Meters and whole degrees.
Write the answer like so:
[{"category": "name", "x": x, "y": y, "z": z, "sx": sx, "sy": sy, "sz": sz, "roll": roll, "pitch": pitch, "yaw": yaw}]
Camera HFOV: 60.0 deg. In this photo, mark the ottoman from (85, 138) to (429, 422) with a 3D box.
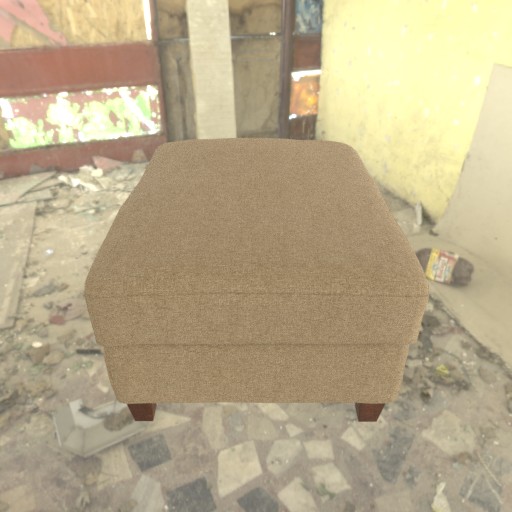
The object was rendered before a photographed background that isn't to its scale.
[{"category": "ottoman", "x": 0.000, "y": 0.000, "z": 1.306, "sx": 0.692, "sy": 0.511, "sz": 0.889, "roll": 0, "pitch": 33, "yaw": 0}]
